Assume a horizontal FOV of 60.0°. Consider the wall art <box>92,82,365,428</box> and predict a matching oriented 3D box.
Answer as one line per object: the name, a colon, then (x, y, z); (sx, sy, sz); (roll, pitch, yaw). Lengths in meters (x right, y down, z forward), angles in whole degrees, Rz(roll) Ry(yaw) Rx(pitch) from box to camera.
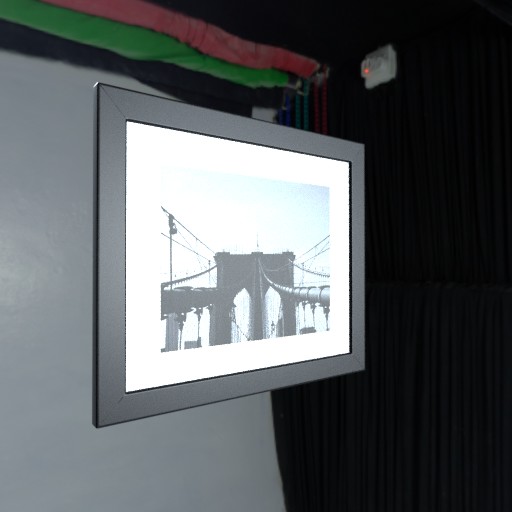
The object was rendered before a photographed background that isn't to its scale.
wall art: (0.000, 0.000, 0.734); (0.521, 0.450, 0.018); (0, -1, -36)
